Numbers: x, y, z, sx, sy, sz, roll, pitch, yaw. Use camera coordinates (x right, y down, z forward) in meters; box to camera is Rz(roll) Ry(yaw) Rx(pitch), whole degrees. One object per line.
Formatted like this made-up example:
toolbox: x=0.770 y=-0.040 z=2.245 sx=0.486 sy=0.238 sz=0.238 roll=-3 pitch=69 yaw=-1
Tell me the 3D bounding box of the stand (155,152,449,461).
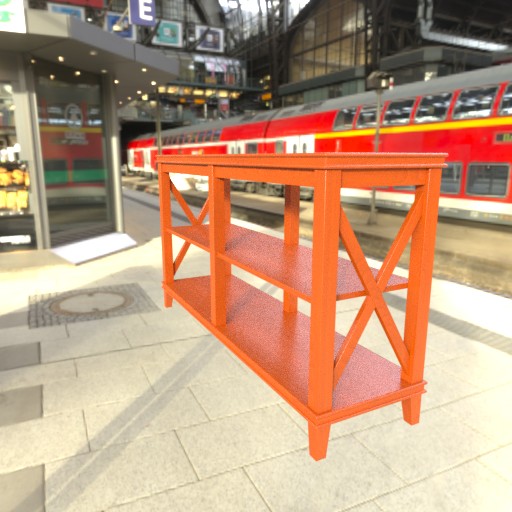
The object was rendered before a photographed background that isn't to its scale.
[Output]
stand: x=0.000 y=0.000 z=1.706 sx=0.381 sy=0.762 sz=1.372 roll=-6 pitch=14 yaw=-27
